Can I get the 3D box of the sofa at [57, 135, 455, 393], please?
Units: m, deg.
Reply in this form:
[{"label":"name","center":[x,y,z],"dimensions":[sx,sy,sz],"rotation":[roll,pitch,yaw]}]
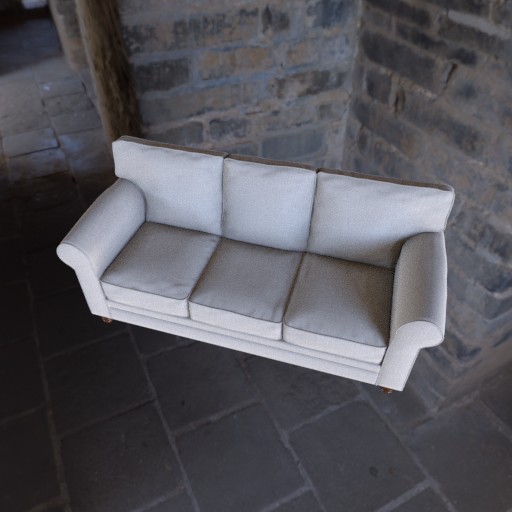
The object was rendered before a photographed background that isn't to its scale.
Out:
[{"label":"sofa","center":[0.000,0.000,2.645],"dimensions":[2.084,0.961,0.916],"rotation":[11,44,12]}]
